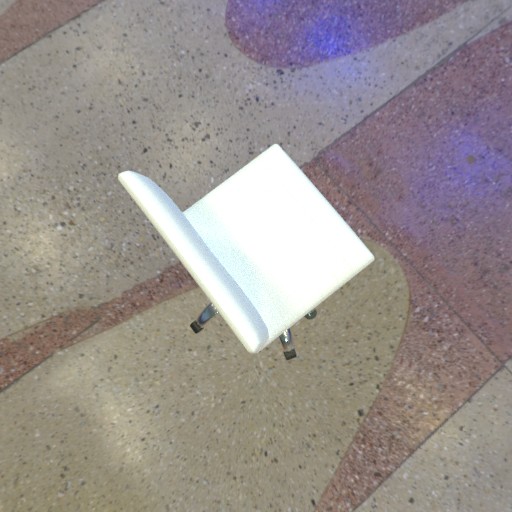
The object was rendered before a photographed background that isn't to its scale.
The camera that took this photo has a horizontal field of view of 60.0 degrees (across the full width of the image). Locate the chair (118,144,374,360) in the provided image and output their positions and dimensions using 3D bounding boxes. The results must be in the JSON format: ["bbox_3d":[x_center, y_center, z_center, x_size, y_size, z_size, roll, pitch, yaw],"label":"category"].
[{"bbox_3d":[0.000,0.000,1.135,0.530,0.780,0.556,-37,80,-8],"label":"chair"}]
